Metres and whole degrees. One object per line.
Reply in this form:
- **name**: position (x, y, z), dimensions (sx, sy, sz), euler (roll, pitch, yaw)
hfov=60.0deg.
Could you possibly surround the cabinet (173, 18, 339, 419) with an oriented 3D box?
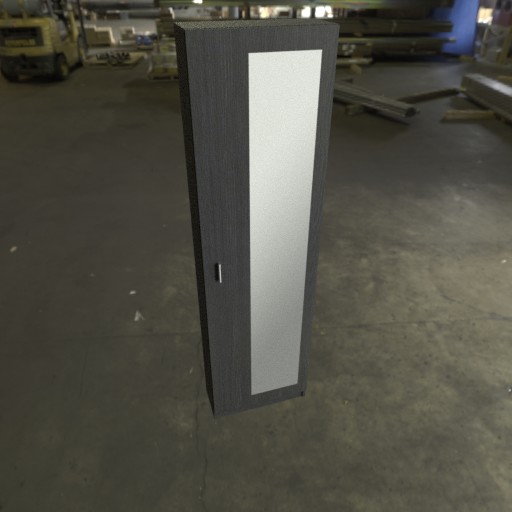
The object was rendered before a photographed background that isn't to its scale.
- **cabinet**: position (0.000, 0.000, 1.919), dimensions (0.500, 1.790, 0.230), euler (-10, 34, -14)
